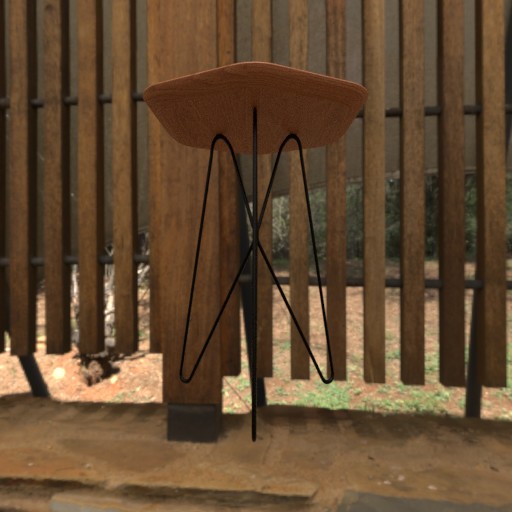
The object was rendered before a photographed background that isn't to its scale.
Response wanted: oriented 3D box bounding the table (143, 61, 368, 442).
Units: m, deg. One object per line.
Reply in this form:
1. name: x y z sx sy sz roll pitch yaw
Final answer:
1. table: 0.000 0.000 0.892 0.400 0.562 0.500 0 -1 1
